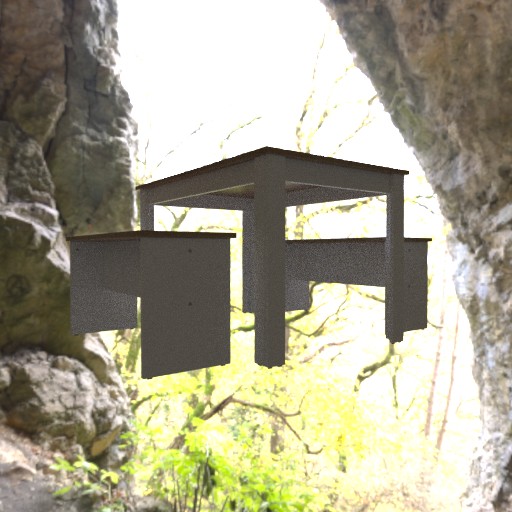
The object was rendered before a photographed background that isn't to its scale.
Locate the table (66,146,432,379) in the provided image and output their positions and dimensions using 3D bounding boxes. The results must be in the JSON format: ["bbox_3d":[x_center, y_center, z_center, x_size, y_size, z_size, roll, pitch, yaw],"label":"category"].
[{"bbox_3d":[0.000,0.000,2.027,1.443,0.700,1.100,-1,1,-36],"label":"table"}]
